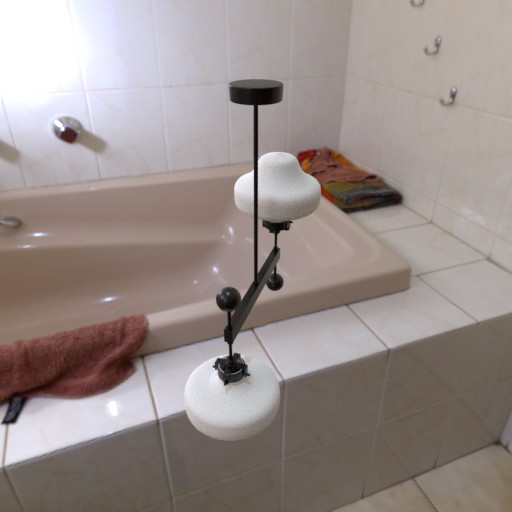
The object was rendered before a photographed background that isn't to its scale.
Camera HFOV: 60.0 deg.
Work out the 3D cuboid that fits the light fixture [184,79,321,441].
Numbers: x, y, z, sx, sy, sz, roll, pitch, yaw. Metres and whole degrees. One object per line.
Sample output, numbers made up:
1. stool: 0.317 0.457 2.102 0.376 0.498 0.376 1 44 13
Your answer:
1. light fixture: 0.000 0.000 1.012 0.422 0.743 0.489 -10 32 -16
